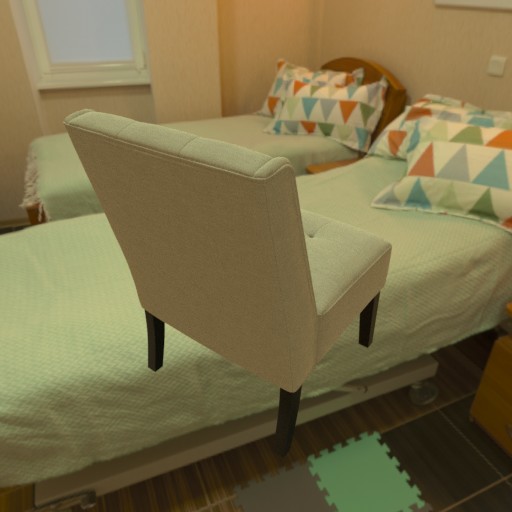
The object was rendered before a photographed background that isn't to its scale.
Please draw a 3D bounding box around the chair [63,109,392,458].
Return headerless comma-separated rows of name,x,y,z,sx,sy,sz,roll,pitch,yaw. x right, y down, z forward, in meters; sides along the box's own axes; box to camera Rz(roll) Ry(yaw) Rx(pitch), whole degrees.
chair,0.000,0.000,1.259,0.569,0.853,0.676,22,38,31
